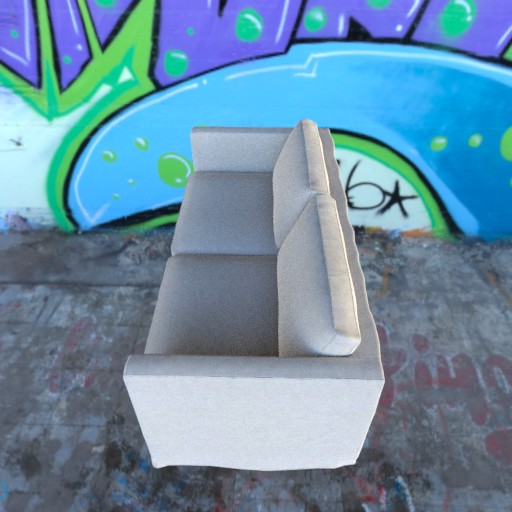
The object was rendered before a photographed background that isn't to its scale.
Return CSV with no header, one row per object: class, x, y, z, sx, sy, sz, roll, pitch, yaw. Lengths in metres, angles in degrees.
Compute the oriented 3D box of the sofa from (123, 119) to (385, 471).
sofa,0.000,0.000,2.437,0.962,0.835,1.959,1,42,1
